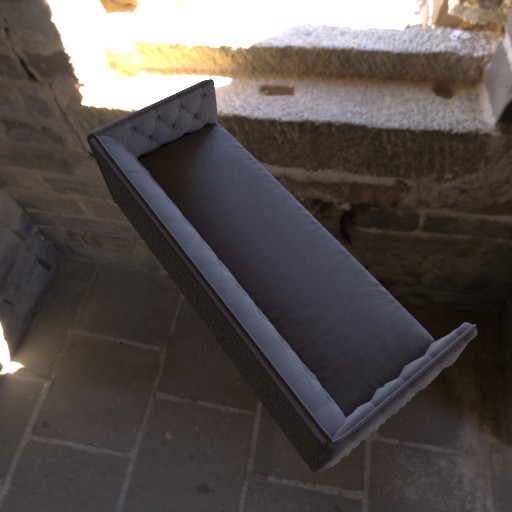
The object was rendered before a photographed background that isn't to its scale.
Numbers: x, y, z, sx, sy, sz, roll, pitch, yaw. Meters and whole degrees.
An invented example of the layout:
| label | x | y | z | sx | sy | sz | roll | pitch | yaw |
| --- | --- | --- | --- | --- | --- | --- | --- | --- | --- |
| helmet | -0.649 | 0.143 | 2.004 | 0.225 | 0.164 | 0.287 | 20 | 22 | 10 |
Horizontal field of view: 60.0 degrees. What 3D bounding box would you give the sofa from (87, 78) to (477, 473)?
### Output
| label | x | y | z | sx | sy | sz | roll | pitch | yaw |
| --- | --- | --- | --- | --- | --- | --- | --- | --- | --- |
| sofa | 0.000 | 0.000 | 2.580 | 0.895 | 0.771 | 2.209 | -32 | 64 | -18 |
